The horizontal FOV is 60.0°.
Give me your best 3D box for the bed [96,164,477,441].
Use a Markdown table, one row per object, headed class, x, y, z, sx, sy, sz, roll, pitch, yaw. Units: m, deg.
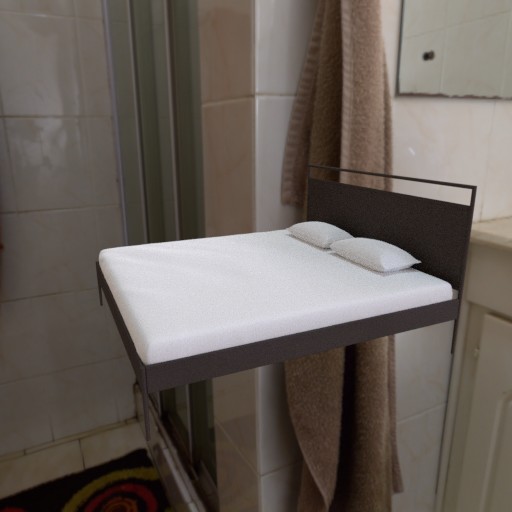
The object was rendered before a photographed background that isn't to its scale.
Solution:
| class | x | y | z | sx | sy | sz | roll | pitch | yaw |
| --- | --- | --- | --- | --- | --- | --- | --- | --- | --- |
| bed | 0.000 | 0.000 | 3.376 | 2.151 | 1.173 | 1.993 | -7 | 18 | -24 |
